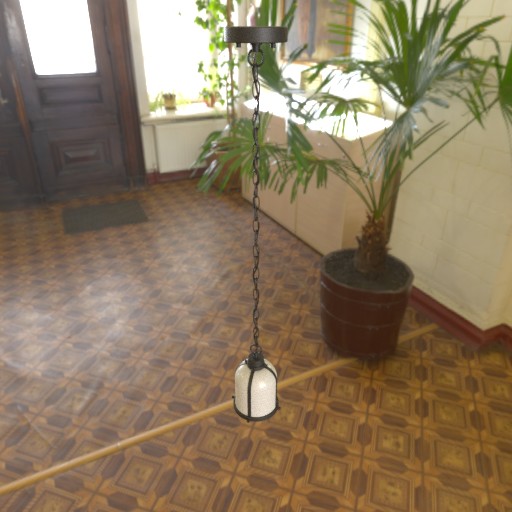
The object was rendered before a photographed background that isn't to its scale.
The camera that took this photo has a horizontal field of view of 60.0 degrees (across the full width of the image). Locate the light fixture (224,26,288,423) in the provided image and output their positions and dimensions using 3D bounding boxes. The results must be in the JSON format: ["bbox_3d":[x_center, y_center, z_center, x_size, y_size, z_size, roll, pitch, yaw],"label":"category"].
[{"bbox_3d":[0.000,0.000,1.285,0.178,1.181,0.178,8,29,15],"label":"light fixture"}]
